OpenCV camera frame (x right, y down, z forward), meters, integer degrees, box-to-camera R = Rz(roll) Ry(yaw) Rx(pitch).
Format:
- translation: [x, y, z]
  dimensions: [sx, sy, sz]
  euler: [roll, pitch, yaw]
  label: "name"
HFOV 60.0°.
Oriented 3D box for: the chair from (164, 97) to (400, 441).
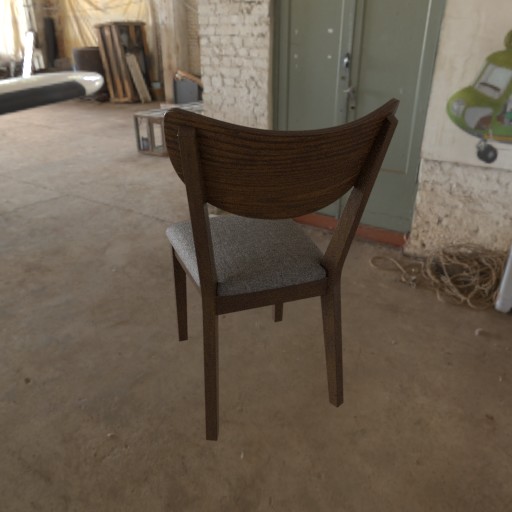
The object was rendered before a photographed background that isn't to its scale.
- translation: [0.000, 0.000, 1.212]
  dimensions: [0.491, 0.849, 0.583]
  euler: [-9, 27, -17]
  label: "chair"
